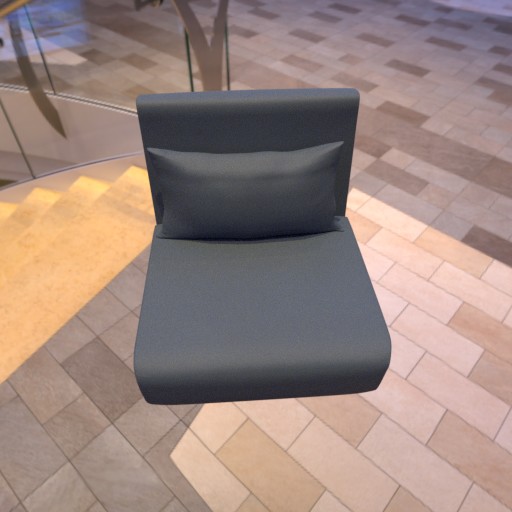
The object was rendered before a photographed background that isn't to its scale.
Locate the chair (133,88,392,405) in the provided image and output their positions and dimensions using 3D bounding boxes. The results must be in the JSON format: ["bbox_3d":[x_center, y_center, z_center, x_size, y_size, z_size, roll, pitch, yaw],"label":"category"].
[{"bbox_3d":[0.000,0.000,1.529,0.770,0.808,0.900,-3,47,-3],"label":"chair"}]
